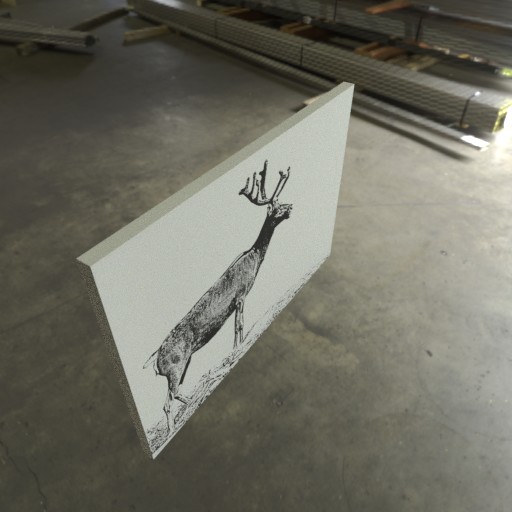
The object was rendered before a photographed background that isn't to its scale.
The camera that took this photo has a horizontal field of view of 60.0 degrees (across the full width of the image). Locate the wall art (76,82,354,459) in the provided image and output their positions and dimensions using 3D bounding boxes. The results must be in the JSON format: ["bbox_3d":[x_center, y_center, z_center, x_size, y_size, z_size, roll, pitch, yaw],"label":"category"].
[{"bbox_3d":[0.000,0.000,1.140,0.033,0.617,0.906,24,46,25],"label":"wall art"}]
